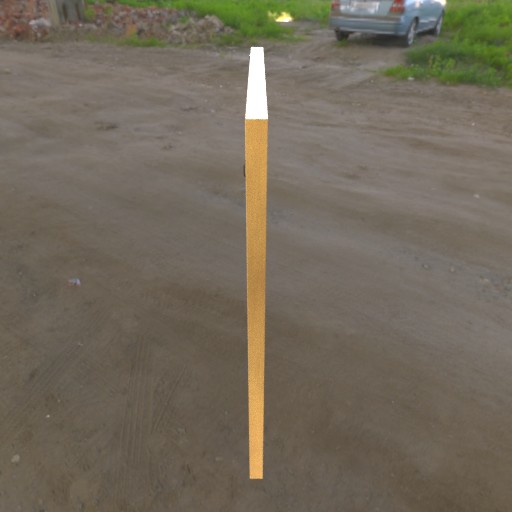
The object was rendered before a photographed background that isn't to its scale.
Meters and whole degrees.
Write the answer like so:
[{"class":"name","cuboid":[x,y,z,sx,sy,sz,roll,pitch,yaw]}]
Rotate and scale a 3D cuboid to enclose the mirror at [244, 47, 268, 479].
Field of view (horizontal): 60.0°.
[{"class":"mirror","cuboid":[0.000,0.000,1.303,0.041,1.016,0.762,0,33,0]}]
